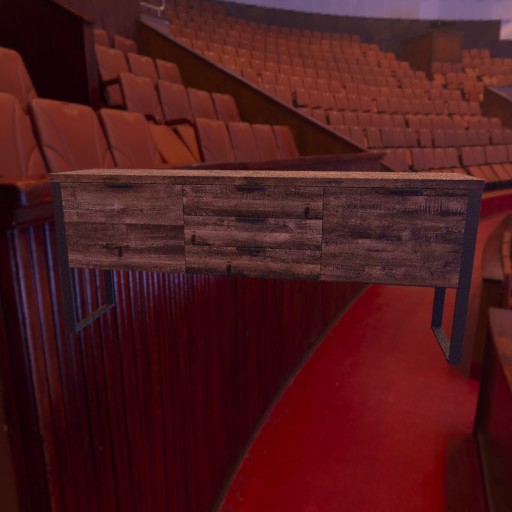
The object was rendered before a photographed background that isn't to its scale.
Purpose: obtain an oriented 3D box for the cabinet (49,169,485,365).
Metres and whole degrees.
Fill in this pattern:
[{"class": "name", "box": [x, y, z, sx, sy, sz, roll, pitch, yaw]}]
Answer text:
[{"class": "cabinet", "box": [0.000, 0.000, 2.077, 1.800, 0.762, 0.395, 3, 15, 10]}]
